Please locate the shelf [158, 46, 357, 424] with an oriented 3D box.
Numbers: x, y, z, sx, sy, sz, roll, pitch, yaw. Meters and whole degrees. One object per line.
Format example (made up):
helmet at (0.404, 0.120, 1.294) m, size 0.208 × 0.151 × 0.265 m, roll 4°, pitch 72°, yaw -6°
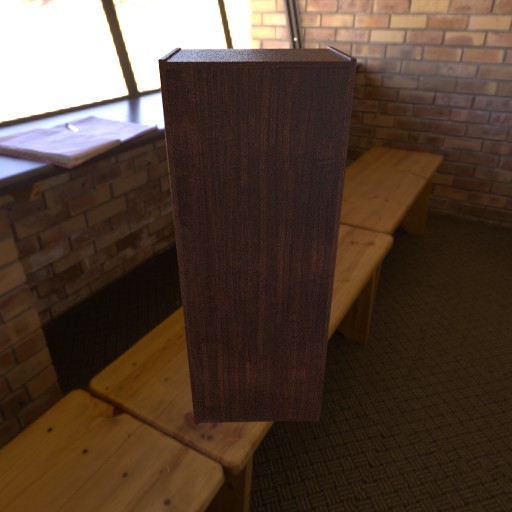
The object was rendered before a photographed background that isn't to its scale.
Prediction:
shelf at (0.000, 0.000, 1.310) m, size 0.415 × 1.099 × 0.290 m, roll -1°, pitch 30°, yaw -1°
